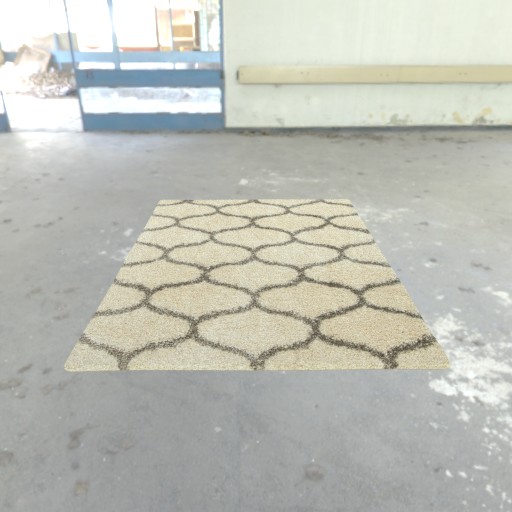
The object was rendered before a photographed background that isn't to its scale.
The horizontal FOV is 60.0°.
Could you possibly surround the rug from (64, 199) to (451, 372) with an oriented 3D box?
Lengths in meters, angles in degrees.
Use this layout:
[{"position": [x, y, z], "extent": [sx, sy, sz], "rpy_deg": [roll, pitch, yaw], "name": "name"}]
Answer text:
[{"position": [0.000, 0.000, 2.081], "extent": [1.200, 0.025, 1.600], "rpy_deg": [0, 26, 0], "name": "rug"}]
